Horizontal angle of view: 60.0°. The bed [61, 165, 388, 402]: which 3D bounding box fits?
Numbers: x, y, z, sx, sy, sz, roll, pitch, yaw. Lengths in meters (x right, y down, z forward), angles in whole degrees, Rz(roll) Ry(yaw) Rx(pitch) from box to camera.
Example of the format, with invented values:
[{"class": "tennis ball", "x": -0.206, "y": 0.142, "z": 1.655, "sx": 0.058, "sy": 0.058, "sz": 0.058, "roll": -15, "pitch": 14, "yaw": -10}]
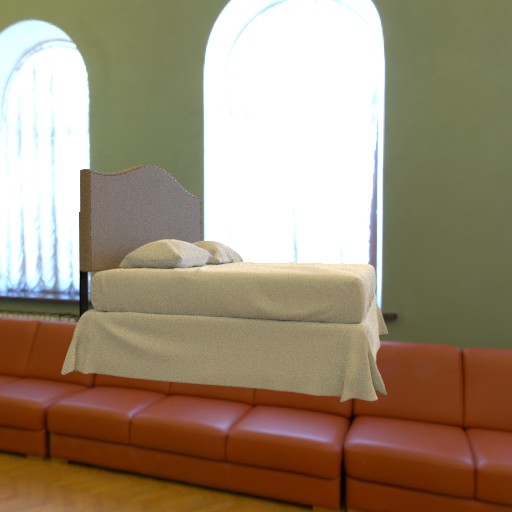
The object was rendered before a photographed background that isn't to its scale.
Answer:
[{"class": "bed", "x": 0.000, "y": 0.000, "z": 3.880, "sx": 2.222, "sy": 1.651, "sz": 2.311, "roll": 0, "pitch": 1, "yaw": 17}]
